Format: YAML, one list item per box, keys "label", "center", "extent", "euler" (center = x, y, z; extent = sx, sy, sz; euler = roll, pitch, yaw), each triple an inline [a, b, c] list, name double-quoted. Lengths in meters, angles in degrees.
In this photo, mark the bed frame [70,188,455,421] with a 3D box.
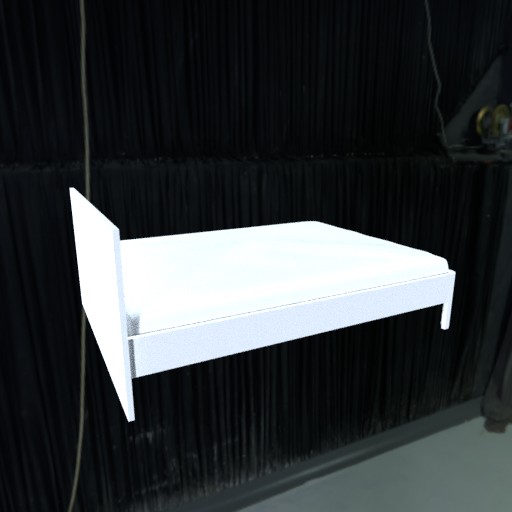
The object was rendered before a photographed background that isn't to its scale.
- label: "bed frame"
  center: [0.000, 0.000, 2.780]
  extent: [1.950, 0.800, 1.490]
  euler: [-8, 17, -26]
